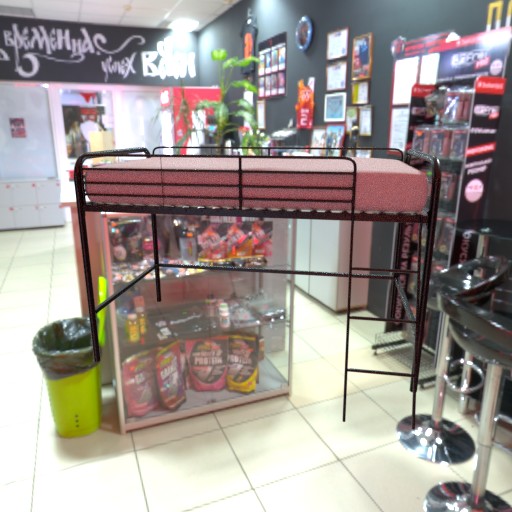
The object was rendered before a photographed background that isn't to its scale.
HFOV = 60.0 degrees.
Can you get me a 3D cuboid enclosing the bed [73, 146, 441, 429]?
[{"bbox_3d":[0.000,0.000,2.812,1.968,1.289,1.393,3,16,10],"label":"bed"}]
